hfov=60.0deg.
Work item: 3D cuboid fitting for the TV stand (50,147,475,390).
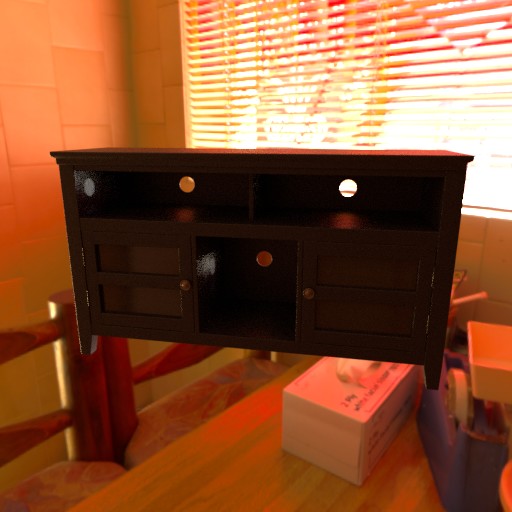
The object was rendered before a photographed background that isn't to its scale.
[{"bbox_3d":[0.000,0.000,1.473,1.198,0.681,0.347,3,16,11],"label":"TV stand"}]
